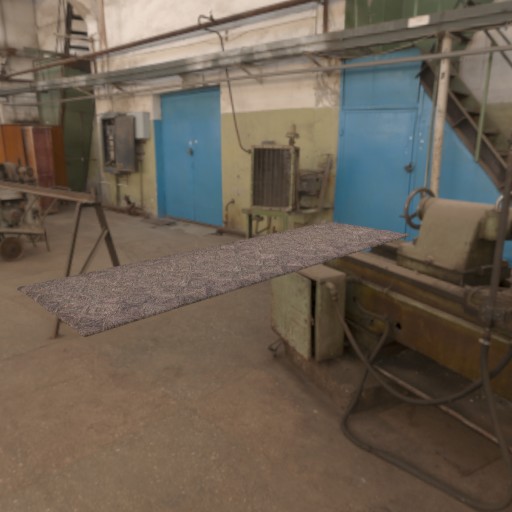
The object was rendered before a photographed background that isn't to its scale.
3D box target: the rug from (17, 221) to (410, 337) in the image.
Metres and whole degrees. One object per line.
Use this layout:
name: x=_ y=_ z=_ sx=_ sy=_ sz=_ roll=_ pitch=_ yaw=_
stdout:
rug: x=0.000 y=0.000 z=2.502 sx=2.296 sy=0.011 sz=0.691 roll=-14 pitch=20 yaw=-43
